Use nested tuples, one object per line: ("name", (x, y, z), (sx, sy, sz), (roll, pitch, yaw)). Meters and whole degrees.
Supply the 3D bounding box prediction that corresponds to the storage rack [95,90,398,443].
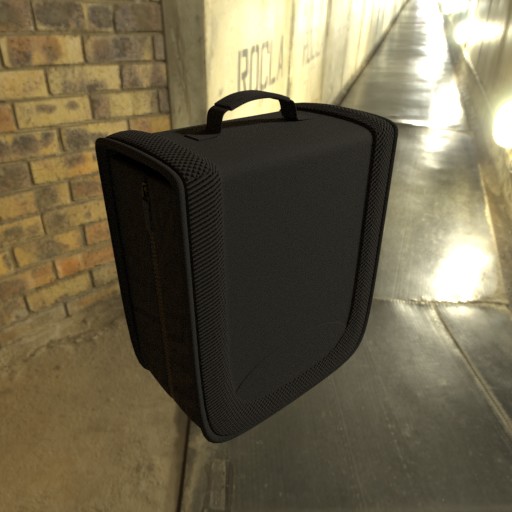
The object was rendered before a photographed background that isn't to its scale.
("storage rack", (0.000, 0.000, 0.552), (0.297, 0.387, 0.168), (-22, 36, -34))
